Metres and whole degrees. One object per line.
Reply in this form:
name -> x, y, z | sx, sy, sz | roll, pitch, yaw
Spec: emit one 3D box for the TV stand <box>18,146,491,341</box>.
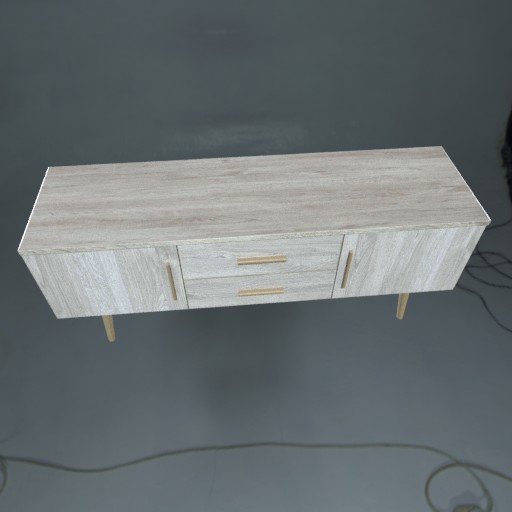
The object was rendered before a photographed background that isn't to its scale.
TV stand -> 0.000, 0.000, 1.555 | 1.313, 0.565, 0.401 | -4, 47, -4
